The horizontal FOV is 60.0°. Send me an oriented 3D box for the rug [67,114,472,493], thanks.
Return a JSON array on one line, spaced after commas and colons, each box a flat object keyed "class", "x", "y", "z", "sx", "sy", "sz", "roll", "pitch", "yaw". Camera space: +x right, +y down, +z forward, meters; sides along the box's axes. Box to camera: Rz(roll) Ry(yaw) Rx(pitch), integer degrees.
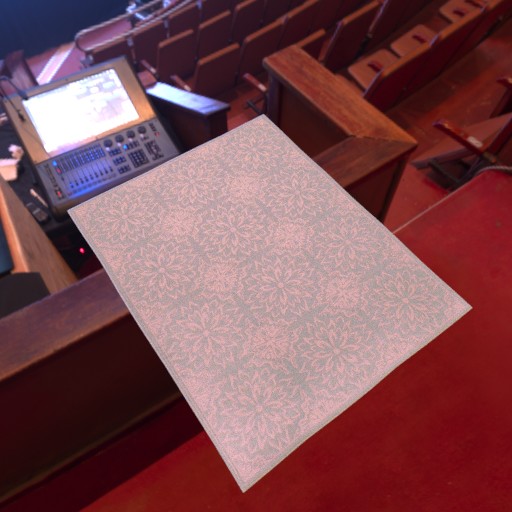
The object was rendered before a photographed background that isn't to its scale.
[{"class": "rug", "x": 0.000, "y": 0.000, "z": 4.016, "sx": 2.363, "sy": 0.012, "sz": 2.980, "roll": -31, "pitch": 63, "yaw": -18}]
